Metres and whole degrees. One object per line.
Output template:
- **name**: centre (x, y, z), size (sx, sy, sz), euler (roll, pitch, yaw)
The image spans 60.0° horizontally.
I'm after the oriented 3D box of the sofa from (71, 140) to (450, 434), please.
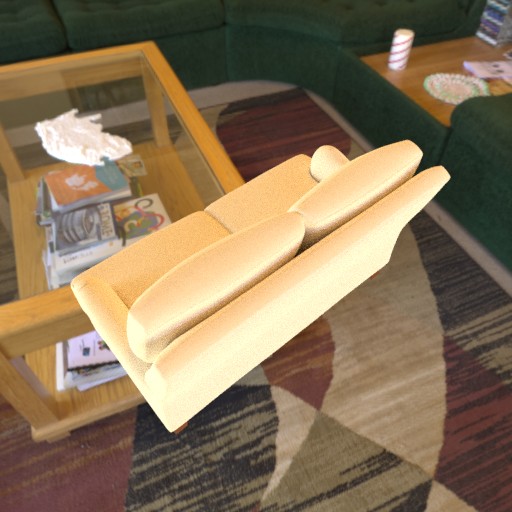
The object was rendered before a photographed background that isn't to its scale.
- **sofa**: centre (0.000, 0.000, 2.526), size (1.853, 1.101, 1.084), euler (-33, 56, -26)
